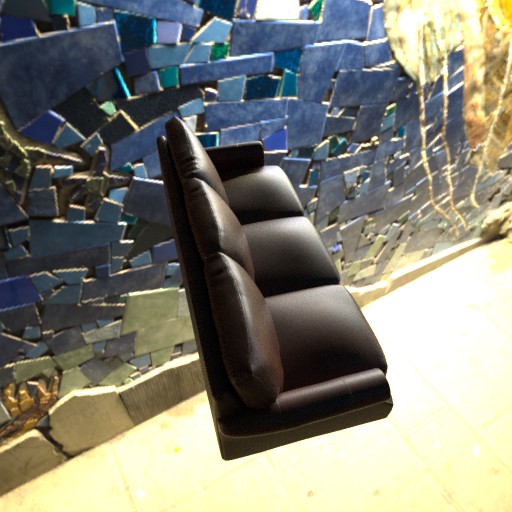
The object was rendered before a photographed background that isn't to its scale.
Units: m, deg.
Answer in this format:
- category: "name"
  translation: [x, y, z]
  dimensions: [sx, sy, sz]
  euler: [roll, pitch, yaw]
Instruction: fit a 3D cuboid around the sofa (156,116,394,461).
- category: "sofa"
  translation: [0.000, 0.000, 2.883]
  dimensions: [0.973, 0.977, 2.351]
  euler: [-11, 46, -11]
